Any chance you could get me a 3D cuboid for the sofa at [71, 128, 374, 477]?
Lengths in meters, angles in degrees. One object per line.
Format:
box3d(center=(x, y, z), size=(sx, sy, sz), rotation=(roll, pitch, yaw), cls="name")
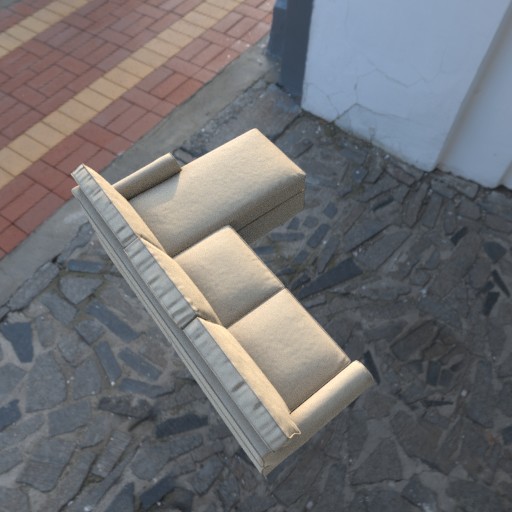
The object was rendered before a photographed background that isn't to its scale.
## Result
box3d(center=(0.000, 0.000, 3.386), size=(1.733, 0.978, 2.475), rotation=(-33, 64, -18), cls="sofa")
